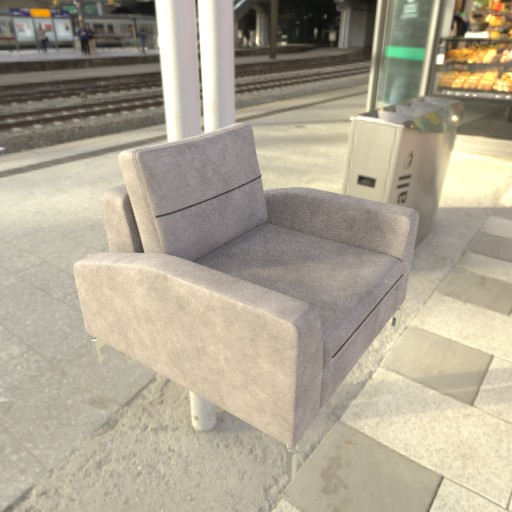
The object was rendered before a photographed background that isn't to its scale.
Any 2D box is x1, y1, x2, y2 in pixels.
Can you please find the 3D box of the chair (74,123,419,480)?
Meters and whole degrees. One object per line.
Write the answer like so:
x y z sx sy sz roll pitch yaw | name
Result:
0.000 0.000 1.590 0.900 0.800 0.900 18 32 31 | chair
